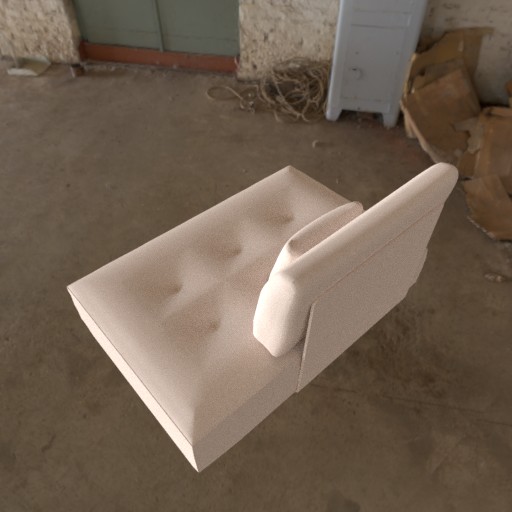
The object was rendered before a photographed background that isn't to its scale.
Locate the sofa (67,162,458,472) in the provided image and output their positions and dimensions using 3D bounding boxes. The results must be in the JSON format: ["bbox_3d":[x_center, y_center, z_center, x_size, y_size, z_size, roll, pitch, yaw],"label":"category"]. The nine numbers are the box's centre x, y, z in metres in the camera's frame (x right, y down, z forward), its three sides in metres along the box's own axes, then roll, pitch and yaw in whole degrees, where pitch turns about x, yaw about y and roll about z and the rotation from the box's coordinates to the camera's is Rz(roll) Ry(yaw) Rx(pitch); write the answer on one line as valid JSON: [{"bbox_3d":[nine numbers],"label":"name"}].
[{"bbox_3d":[0.000,0.000,2.044,1.450,0.820,1.000,-33,54,-28],"label":"sofa"}]
